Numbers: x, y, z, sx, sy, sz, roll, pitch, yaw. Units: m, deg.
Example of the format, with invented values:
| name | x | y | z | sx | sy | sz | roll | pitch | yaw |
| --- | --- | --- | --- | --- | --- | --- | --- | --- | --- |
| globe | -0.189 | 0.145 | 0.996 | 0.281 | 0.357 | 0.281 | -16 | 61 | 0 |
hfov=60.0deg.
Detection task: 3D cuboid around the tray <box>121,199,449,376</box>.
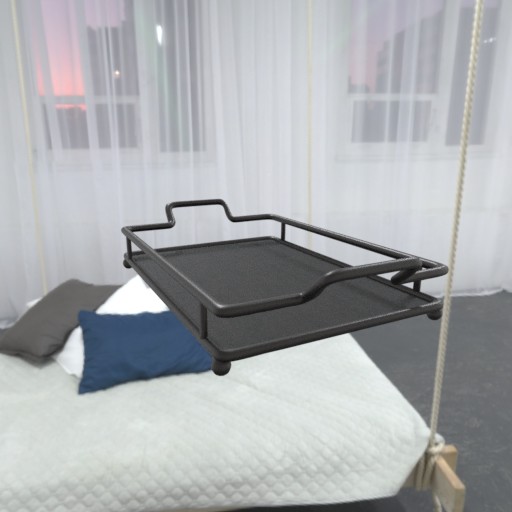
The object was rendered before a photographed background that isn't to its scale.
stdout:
| name | x | y | z | sx | sy | sz | roll | pitch | yaw |
| --- | --- | --- | --- | --- | --- | --- | --- | --- | --- |
| tray | 0.000 | 0.000 | 0.630 | 0.297 | 0.101 | 0.495 | -8 | 17 | -27 |
